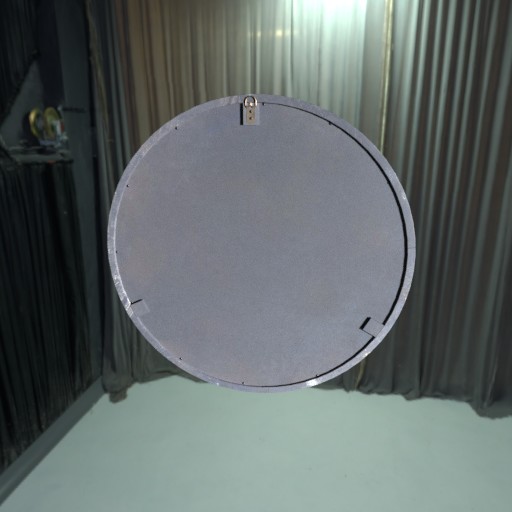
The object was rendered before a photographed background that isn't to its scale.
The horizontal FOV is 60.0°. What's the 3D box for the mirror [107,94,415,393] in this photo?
[{"bbox_3d":[0.000,0.000,1.035,0.710,0.710,0.038,2,16,7],"label":"mirror"}]
